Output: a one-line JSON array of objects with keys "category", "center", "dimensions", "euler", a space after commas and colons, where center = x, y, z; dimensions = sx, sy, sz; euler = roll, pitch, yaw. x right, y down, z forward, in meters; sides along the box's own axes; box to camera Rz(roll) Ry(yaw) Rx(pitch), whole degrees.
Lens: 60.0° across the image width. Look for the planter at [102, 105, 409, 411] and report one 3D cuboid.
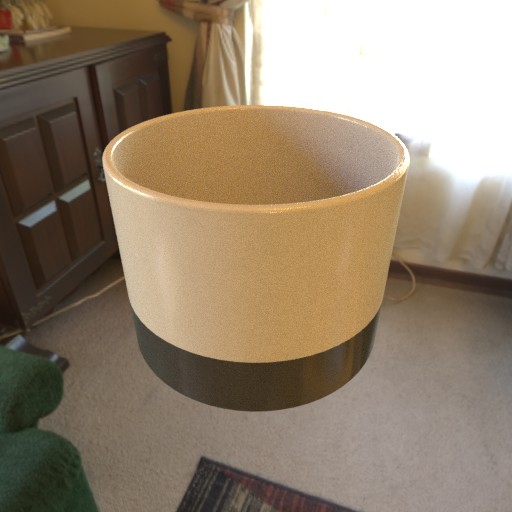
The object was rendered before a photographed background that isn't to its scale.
[{"category": "planter", "center": [0.000, 0.000, 0.336], "dimensions": [0.193, 0.177, 0.193], "euler": [0, 33, 0]}]
